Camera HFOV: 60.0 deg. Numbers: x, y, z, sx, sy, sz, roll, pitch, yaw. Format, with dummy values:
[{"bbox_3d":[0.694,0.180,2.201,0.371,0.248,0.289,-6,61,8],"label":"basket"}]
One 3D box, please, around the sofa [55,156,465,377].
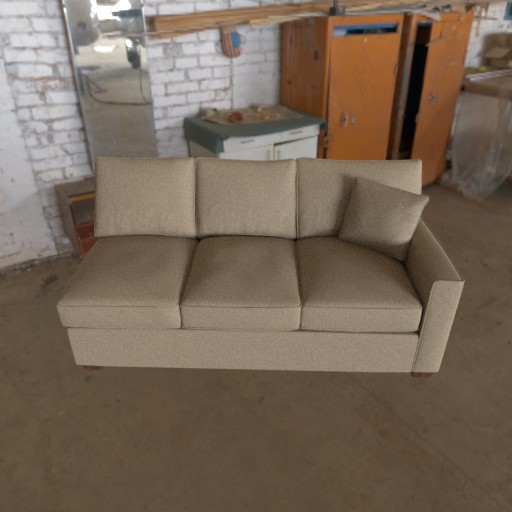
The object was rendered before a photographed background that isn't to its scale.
[{"bbox_3d":[0.000,0.000,2.557,1.963,0.946,1.034,1,31,2],"label":"sofa"}]
